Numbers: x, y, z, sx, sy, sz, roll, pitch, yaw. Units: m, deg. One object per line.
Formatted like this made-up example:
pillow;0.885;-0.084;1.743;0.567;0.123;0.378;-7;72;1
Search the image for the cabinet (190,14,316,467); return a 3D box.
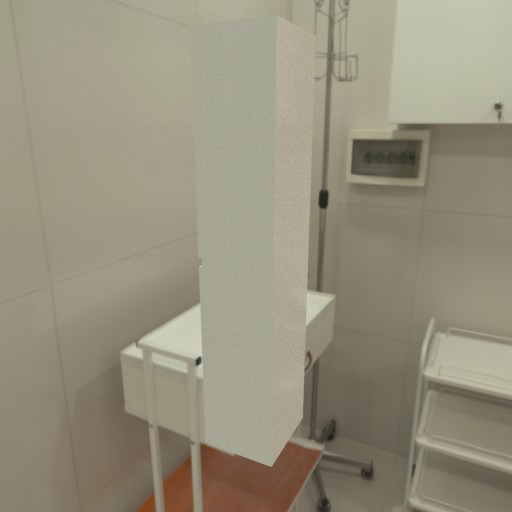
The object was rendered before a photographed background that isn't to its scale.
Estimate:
cabinet;0.000;0.000;1.517;0.270;1.400;0.300;8;18;26
